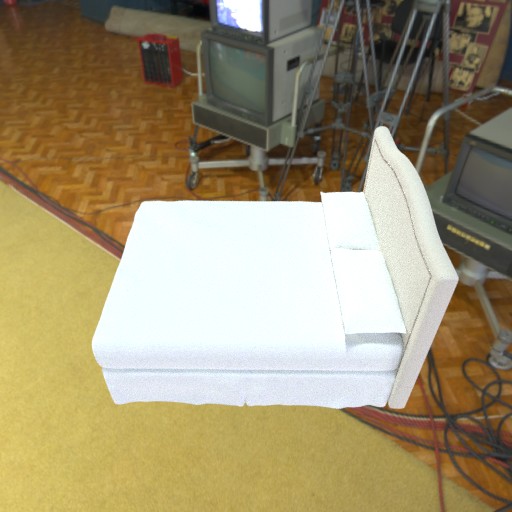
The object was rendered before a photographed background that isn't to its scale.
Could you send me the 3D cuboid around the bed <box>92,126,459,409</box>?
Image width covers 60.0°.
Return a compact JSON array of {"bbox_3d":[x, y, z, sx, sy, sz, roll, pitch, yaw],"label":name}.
[{"bbox_3d":[0.000,0.000,3.353,2.143,1.460,1.753,0,42,0],"label":"bed"}]
